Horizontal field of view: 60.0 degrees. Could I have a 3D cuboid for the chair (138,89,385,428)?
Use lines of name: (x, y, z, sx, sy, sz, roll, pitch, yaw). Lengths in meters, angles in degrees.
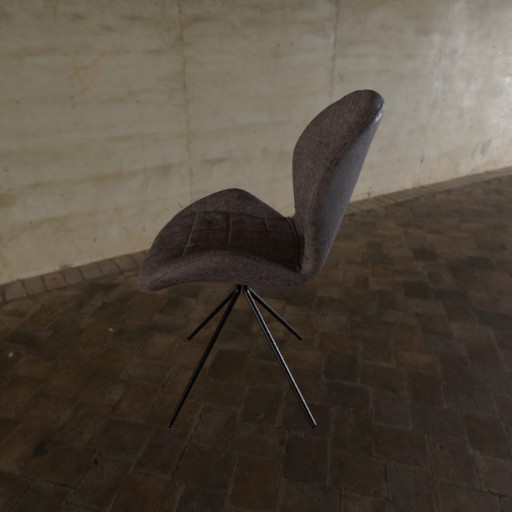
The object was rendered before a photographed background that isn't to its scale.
chair: (0.000, 0.000, 1.326, 0.640, 0.934, 0.527, 0, 26, 0)
